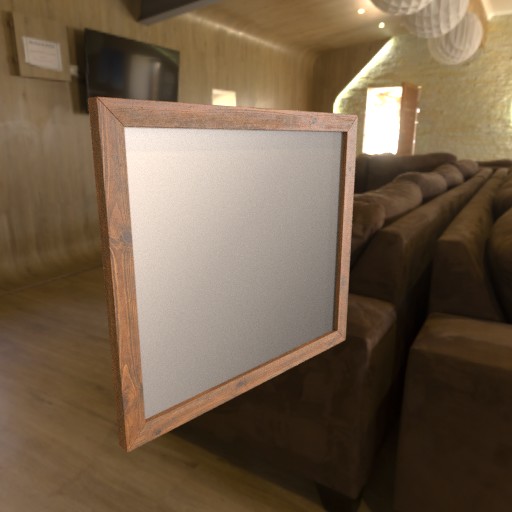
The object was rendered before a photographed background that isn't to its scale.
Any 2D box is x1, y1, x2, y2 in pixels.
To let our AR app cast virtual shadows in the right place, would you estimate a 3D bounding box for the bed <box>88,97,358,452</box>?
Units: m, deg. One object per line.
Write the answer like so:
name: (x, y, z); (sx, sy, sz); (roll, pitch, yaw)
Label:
bed: (0.000, 0.000, 1.488); (1.046, 0.942, 0.046); (-14, 20, -42)
